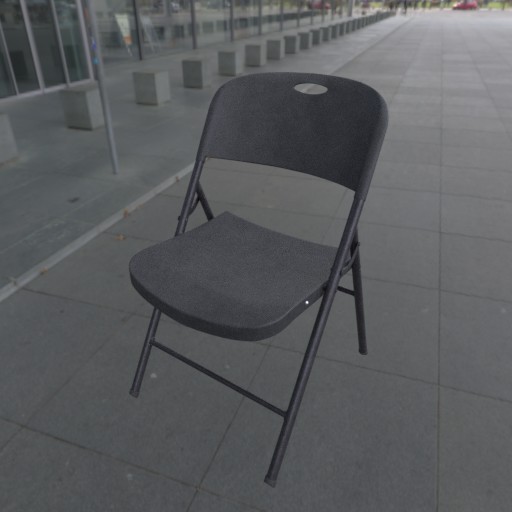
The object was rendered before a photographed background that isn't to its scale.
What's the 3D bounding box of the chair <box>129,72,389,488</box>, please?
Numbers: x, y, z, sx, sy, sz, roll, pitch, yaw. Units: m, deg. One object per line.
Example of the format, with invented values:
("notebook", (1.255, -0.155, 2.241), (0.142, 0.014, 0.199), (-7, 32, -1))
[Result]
("chair", (0.000, 0.000, 1.133), (0.494, 0.810, 0.567), (19, 35, 30))
